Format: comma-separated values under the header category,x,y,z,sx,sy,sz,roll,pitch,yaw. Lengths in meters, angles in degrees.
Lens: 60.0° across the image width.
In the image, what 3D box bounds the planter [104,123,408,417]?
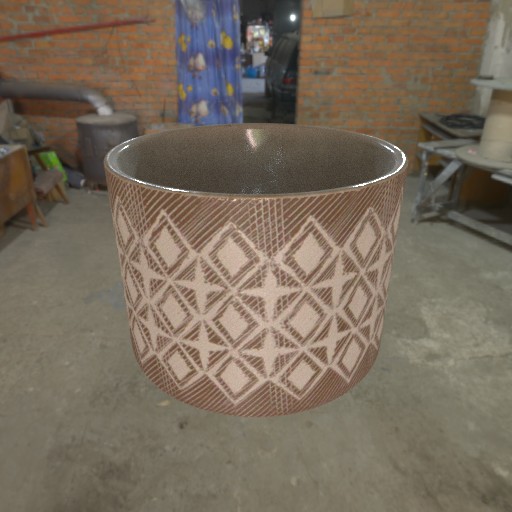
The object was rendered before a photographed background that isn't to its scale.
category,x,y,z,sx,sy,sz,roll,pitch,yaw
planter,0.000,0.000,0.215,0.126,0.104,0.126,0,27,0
